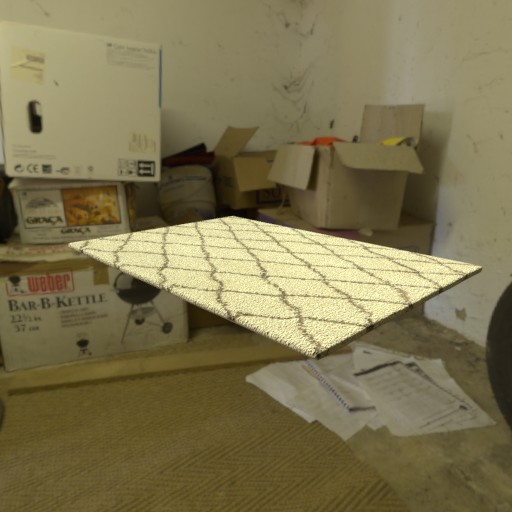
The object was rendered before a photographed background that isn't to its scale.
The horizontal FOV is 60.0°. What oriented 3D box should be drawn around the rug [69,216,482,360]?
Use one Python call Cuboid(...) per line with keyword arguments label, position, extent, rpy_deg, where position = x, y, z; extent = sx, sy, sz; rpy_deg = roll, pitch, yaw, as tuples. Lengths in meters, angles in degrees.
Cuboid(label="rug", position=(0.000, 0.000, 2.267), extent=(1.219, 0.030, 1.778), rpy_deg=(-14, 21, -42))
